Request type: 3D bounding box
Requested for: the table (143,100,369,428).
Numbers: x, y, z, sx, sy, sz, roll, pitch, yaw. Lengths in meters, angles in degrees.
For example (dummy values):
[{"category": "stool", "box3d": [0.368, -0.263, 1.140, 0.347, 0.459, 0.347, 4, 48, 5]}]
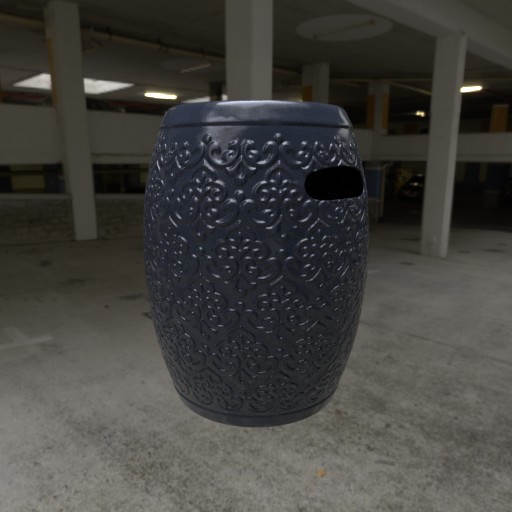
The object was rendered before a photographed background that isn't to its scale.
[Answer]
[{"category": "table", "box3d": [0.000, 0.000, 0.629, 0.309, 0.397, 0.309, 0, 13, 0]}]
